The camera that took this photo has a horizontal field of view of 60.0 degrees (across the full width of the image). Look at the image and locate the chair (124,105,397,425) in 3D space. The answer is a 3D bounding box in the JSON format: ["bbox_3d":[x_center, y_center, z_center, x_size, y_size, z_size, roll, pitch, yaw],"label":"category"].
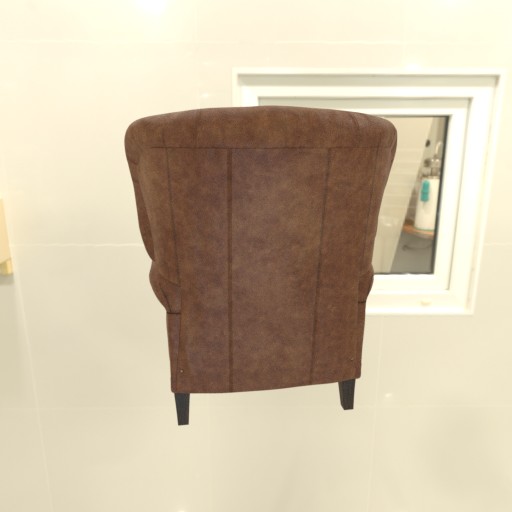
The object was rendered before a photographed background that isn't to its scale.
[{"bbox_3d":[0.000,0.000,1.888,0.951,1.164,1.059,-2,15,-8],"label":"chair"}]
